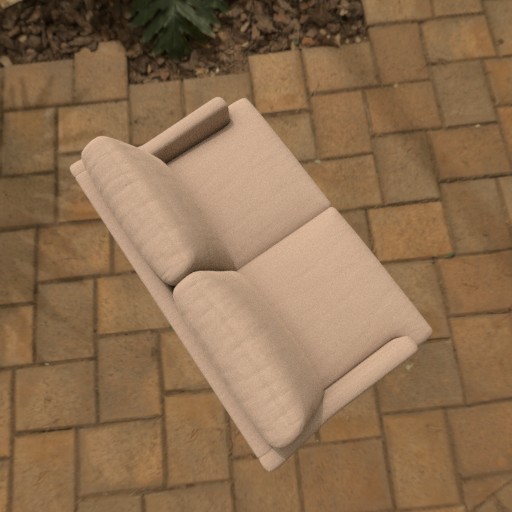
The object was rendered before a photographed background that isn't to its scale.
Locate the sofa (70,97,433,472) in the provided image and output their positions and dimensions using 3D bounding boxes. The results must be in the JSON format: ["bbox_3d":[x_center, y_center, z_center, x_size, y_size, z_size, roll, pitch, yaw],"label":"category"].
[{"bbox_3d":[0.000,0.000,2.182,1.004,0.910,1.619,-34,78,-9],"label":"sofa"}]
